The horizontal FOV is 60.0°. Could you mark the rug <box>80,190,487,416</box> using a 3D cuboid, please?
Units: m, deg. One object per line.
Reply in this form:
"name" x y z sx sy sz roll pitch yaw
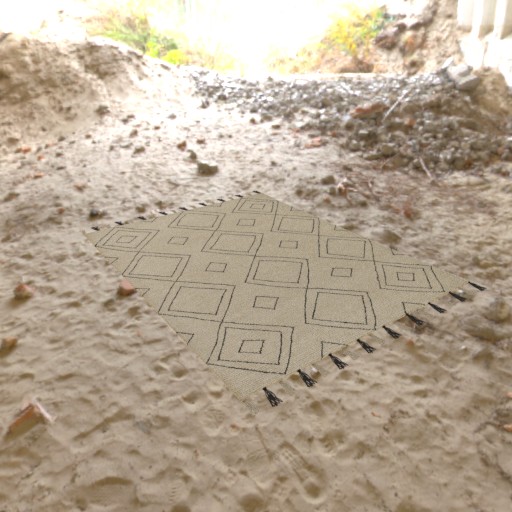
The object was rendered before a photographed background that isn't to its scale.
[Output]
"rug" 0.000 0.000 4.182 2.342 0.026 3.221 -18 31 -32
